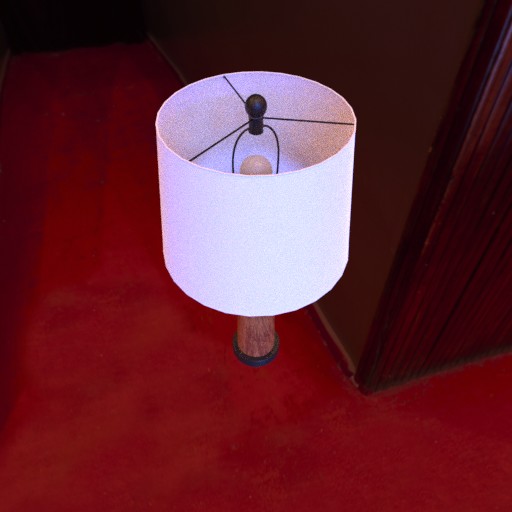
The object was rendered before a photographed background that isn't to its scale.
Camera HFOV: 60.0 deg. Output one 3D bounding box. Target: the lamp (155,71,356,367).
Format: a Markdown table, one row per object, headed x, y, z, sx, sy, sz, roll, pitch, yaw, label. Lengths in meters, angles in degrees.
| x | y | z | sx | sy | sz | roll | pitch | yaw | label |
| --- | --- | --- | --- | --- | --- | --- | --- | --- | --- |
| 0.000 | 0.000 | 0.871 | 0.349 | 0.667 | 0.349 | 0 | 47 | 0 | lamp |
